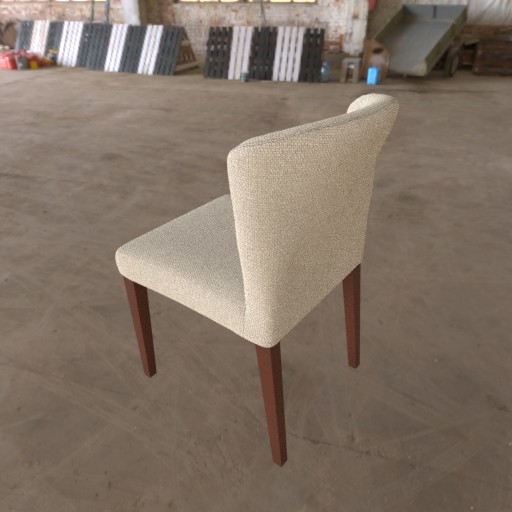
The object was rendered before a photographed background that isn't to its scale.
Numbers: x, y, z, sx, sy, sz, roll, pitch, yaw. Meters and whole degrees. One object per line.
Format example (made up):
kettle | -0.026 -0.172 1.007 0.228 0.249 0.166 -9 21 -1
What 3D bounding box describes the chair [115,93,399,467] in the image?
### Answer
chair | 0.000 0.000 1.161 0.589 0.839 0.491 21 37 31
